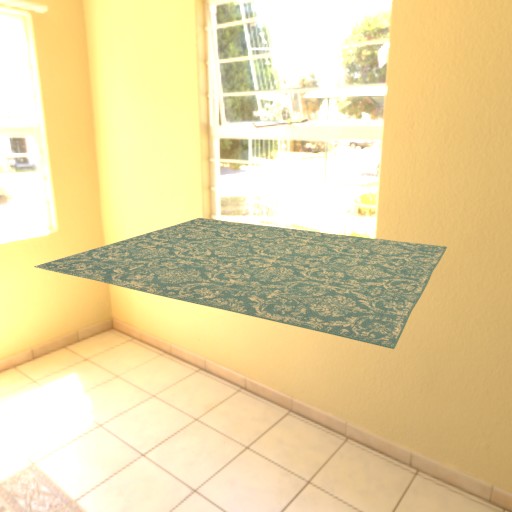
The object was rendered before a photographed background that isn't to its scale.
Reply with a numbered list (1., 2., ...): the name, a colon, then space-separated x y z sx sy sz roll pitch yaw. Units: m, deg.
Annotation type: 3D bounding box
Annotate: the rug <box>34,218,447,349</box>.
1. rug: 0.000 0.000 4.044 2.980 0.012 2.363 9 18 28
